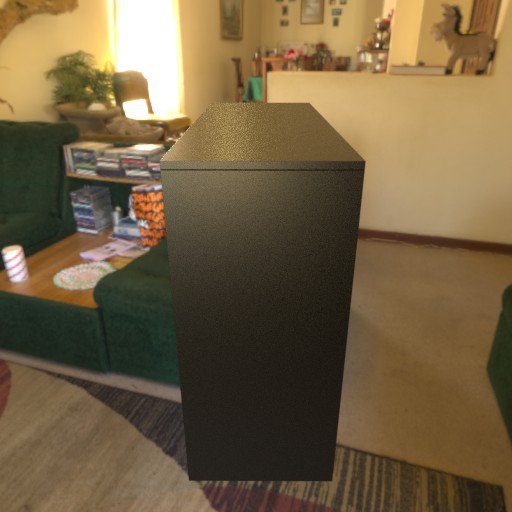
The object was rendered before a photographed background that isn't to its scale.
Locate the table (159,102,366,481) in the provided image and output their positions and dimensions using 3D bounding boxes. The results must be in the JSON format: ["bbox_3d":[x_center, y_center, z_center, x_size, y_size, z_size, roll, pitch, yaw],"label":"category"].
[{"bbox_3d":[0.000,0.000,1.347,0.380,0.790,0.930,0,25,0],"label":"table"}]
